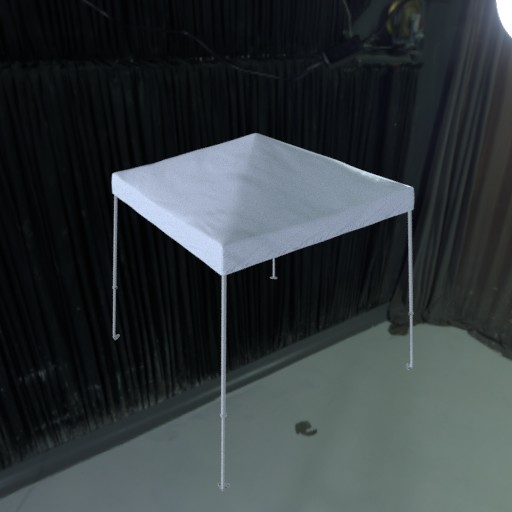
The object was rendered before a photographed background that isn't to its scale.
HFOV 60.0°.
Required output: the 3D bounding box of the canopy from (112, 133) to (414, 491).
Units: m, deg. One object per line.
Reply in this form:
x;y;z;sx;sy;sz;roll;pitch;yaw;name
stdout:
0.000;0.000;6.597;3.599;3.600;3.600;-19;33;-32;canopy
